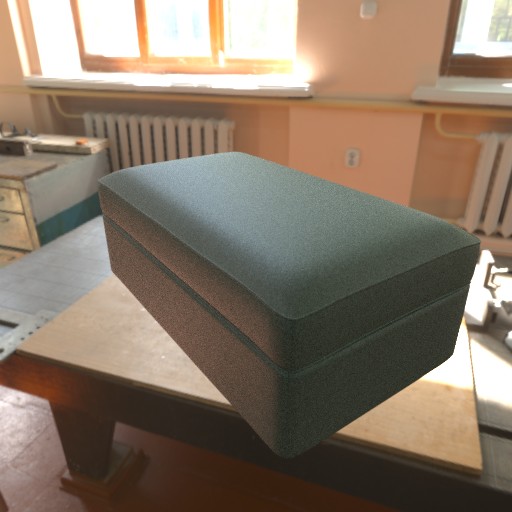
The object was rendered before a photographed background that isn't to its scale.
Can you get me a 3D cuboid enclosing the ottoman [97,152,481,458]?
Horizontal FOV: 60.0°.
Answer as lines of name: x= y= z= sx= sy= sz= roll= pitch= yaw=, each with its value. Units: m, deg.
ottoman: x=0.000 y=0.000 z=1.506 sx=0.681 sy=0.494 sz=1.173 roll=-17 pitch=31 yaw=-31
